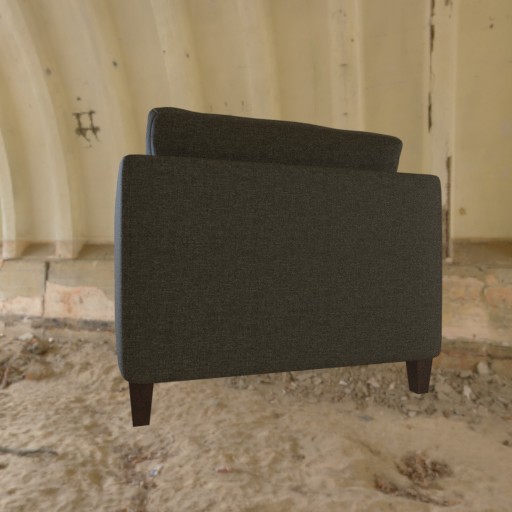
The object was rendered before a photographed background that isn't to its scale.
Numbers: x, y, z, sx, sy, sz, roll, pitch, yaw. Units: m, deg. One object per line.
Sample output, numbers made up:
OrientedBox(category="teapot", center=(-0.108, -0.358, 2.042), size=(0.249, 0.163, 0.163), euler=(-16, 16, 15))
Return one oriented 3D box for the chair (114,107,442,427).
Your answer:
OrientedBox(category="chair", center=(0.000, 0.000, 1.819), size=(1.107, 0.963, 0.959), euler=(0, 0, -18))
